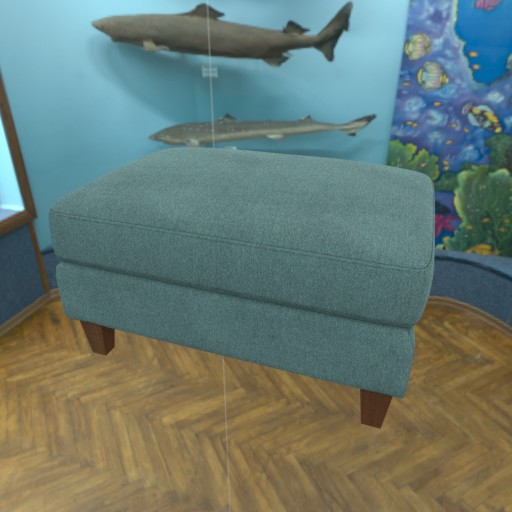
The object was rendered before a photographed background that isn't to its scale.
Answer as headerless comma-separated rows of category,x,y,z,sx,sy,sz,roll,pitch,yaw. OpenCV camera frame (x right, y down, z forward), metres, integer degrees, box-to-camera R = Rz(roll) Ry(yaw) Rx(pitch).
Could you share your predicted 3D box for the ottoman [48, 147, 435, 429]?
ottoman,0.000,0.000,1.200,0.864,0.483,0.584,9,29,17
